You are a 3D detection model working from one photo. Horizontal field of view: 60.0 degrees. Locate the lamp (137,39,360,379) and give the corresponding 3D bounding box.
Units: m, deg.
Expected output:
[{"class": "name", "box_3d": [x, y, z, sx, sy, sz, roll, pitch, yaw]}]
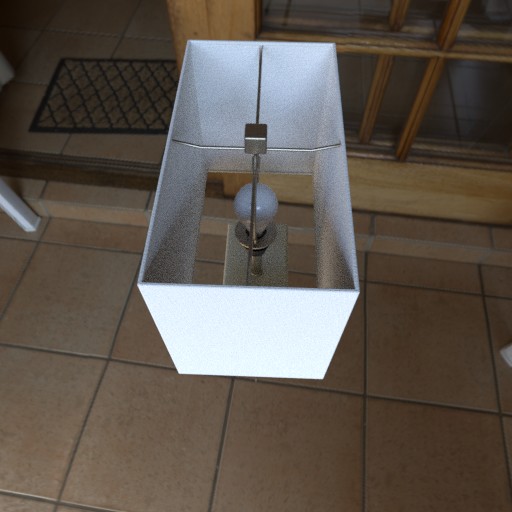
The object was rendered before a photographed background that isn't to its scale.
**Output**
[{"class": "lamp", "box_3d": [0.000, 0.000, 0.704, 0.200, 0.515, 0.380, 2, 58, 1]}]
